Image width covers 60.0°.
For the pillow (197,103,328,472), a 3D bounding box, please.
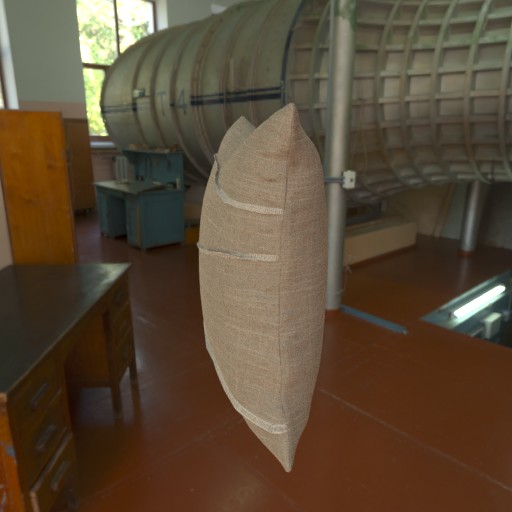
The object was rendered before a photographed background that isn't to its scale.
[{"bbox_3d":[0.000,0.000,0.644,0.169,0.400,0.424,-2,16,-8],"label":"pillow"}]
